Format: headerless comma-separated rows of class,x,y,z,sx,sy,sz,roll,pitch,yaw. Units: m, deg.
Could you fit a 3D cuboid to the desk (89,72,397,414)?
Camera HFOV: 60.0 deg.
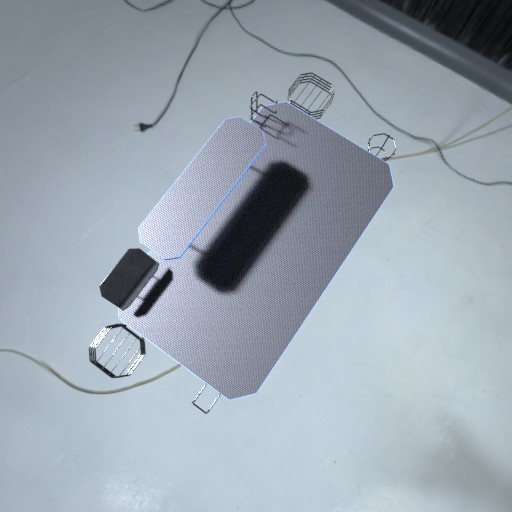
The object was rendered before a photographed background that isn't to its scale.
desk,0.000,0.000,1.795,0.594,0.909,1.295,34,78,8
